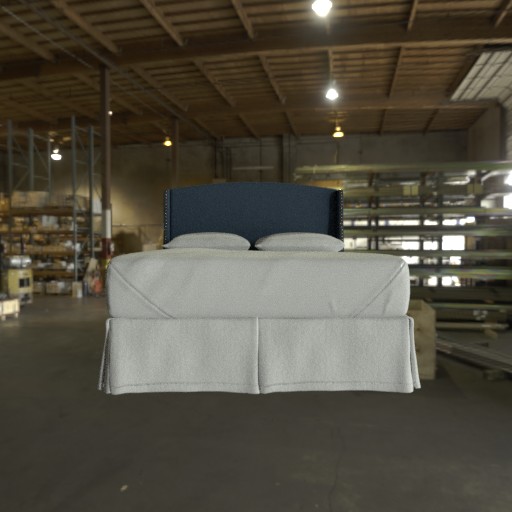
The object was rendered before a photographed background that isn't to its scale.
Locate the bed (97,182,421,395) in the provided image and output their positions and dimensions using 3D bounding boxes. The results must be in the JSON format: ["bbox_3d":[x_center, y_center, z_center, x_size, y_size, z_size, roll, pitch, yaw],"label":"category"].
[{"bbox_3d":[0.000,0.000,3.313,1.710,1.407,2.237,0,1,-1],"label":"bed"}]
